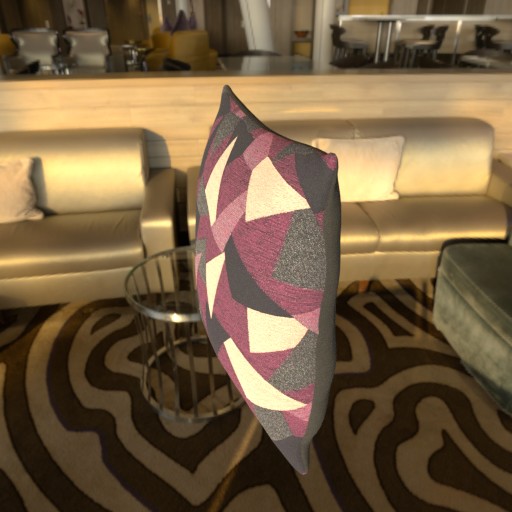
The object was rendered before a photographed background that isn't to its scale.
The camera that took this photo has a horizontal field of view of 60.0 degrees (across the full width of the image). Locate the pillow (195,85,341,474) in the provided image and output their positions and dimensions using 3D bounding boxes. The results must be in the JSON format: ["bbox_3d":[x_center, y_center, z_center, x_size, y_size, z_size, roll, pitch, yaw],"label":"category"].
[{"bbox_3d":[0.000,0.000,0.759,0.208,0.496,0.503,-8,29,-14],"label":"pillow"}]
